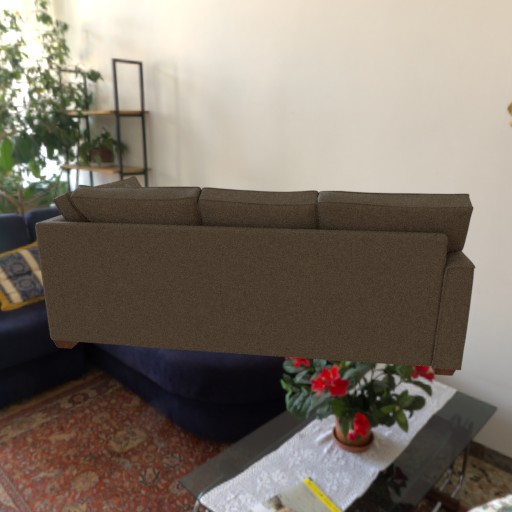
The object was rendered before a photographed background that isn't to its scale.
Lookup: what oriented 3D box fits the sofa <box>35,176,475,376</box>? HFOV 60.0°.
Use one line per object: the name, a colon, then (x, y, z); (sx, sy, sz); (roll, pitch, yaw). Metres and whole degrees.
sofa: (0.000, 0.000, 2.827); (2.317, 0.962, 1.061); (2, 16, 8)
